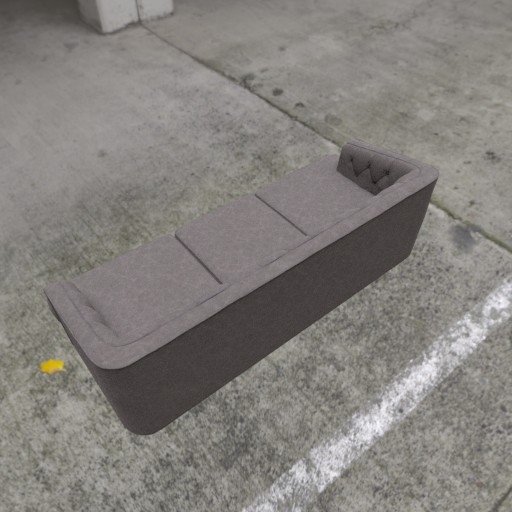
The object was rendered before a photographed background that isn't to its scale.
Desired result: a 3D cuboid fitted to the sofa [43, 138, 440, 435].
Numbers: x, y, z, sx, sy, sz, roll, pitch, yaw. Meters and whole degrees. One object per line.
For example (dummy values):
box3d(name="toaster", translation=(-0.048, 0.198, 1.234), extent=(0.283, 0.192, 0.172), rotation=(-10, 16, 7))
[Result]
box3d(name="sofa", translation=(0.000, 0.000, 2.677), extent=(2.247, 0.806, 0.917), rotation=(-29, 53, -26))
